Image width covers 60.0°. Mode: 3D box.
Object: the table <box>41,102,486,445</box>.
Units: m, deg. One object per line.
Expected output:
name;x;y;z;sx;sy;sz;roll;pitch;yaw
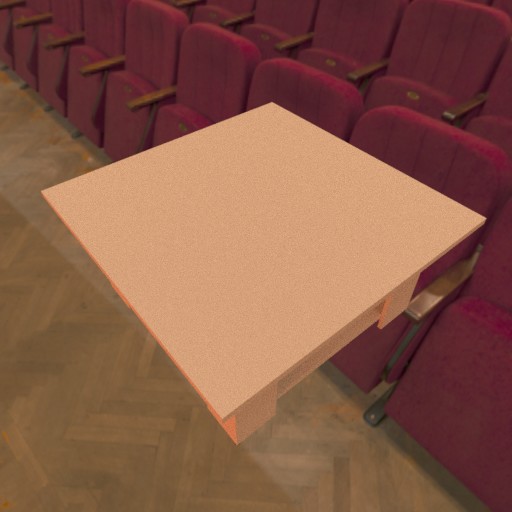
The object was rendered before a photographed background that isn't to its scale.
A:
table;0.000;0.000;1.048;0.670;0.305;0.670;-30;52;-27
